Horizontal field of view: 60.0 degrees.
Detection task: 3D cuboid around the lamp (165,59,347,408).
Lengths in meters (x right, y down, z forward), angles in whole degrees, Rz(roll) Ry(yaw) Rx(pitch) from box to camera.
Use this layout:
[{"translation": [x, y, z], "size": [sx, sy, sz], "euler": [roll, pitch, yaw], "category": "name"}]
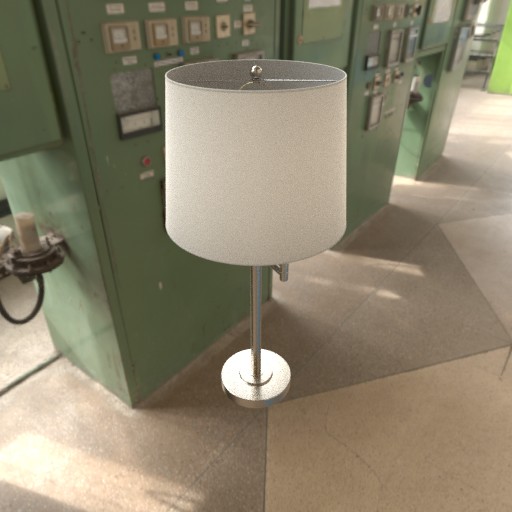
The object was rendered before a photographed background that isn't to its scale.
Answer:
[{"translation": [0.000, 0.000, 0.872], "size": [0.333, 0.696, 0.333], "euler": [0, 31, 0], "category": "lamp"}]
